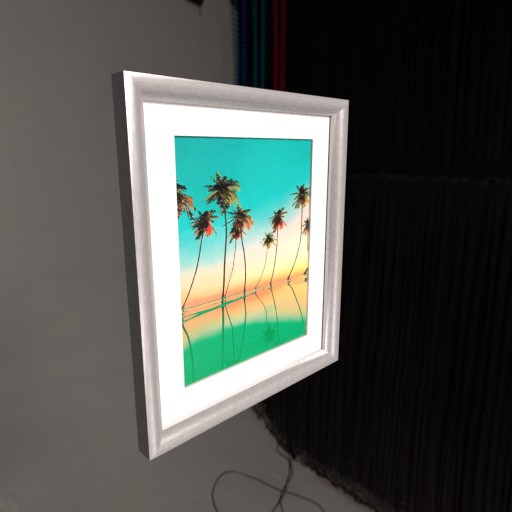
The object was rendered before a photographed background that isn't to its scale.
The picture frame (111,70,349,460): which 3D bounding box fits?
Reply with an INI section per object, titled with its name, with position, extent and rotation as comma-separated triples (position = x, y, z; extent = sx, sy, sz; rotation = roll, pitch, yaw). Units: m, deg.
[picture frame]
position = 0.000, 0.000, 0.534
extent = 0.327, 0.378, 0.027
rotation = -13, 18, -42
